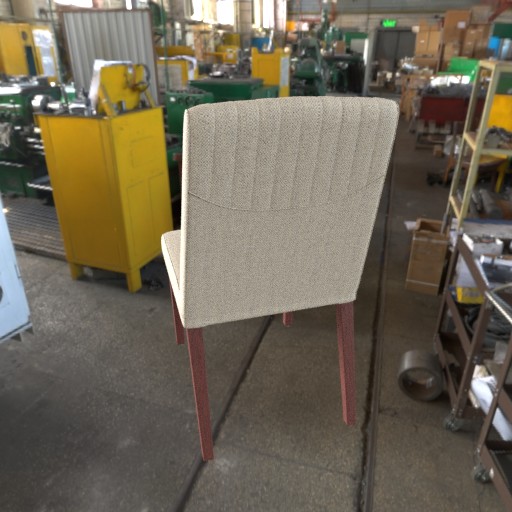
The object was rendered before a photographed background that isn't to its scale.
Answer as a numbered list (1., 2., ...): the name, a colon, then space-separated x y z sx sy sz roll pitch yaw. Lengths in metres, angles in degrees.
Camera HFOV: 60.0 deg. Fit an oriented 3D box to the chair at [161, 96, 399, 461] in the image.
1. chair: 0.000 0.000 1.245 0.480 0.900 0.594 -7 27 -15
